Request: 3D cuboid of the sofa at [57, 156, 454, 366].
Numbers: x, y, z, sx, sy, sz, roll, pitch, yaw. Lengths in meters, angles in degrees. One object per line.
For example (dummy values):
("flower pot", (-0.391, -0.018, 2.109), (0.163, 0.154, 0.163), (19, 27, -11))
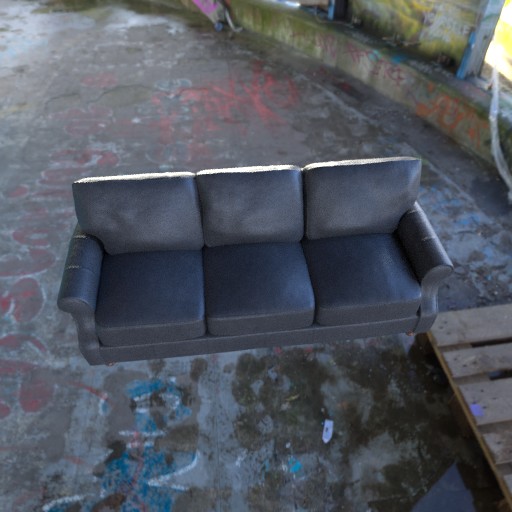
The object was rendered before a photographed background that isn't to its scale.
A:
("sofa", (0.000, 0.000, 2.917), (2.387, 0.977, 0.974), (-5, 46, -5))
